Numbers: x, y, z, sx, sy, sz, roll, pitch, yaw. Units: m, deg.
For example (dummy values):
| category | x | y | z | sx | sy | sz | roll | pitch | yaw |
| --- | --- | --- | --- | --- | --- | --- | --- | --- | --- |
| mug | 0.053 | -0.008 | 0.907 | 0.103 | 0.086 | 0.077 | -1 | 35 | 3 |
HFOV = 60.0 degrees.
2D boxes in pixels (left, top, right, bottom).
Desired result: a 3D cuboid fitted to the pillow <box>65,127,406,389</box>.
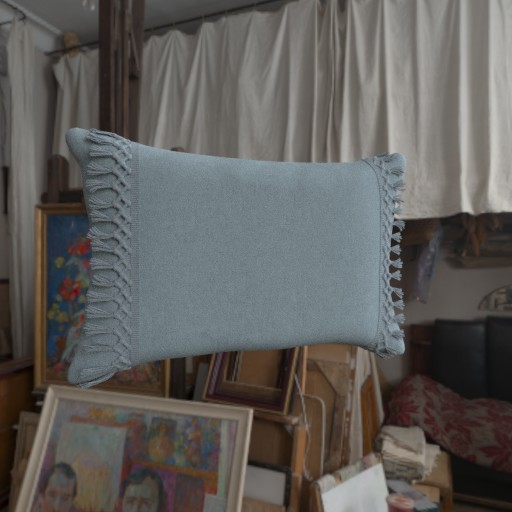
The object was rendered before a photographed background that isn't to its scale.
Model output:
| category | x | y | z | sx | sy | sz | roll | pitch | yaw |
| --- | --- | --- | --- | --- | --- | --- | --- | --- | --- |
| pillow | 0.000 | 0.000 | 0.586 | 0.466 | 0.305 | 0.084 | 0 | 0 | -17 |
